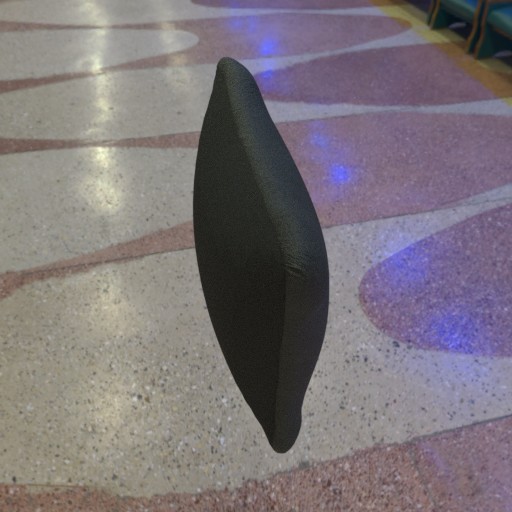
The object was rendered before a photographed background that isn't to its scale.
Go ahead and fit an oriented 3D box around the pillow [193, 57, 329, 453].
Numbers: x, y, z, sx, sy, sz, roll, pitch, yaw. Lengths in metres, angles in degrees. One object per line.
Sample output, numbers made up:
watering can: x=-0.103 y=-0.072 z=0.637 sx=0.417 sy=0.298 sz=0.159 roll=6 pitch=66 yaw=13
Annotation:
pillow: x=0.000 y=0.000 z=0.795 sx=0.210 sy=0.523 sz=0.533 roll=-9 pitch=48 yaw=-8
